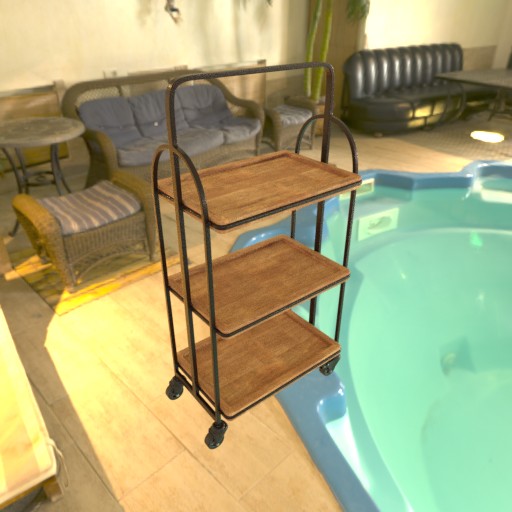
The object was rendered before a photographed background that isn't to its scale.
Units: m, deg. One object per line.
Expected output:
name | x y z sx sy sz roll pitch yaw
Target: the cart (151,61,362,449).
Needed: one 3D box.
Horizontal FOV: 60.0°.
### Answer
cart | 0.000 0.000 1.272 0.553 1.001 0.327 -21 36 -33
